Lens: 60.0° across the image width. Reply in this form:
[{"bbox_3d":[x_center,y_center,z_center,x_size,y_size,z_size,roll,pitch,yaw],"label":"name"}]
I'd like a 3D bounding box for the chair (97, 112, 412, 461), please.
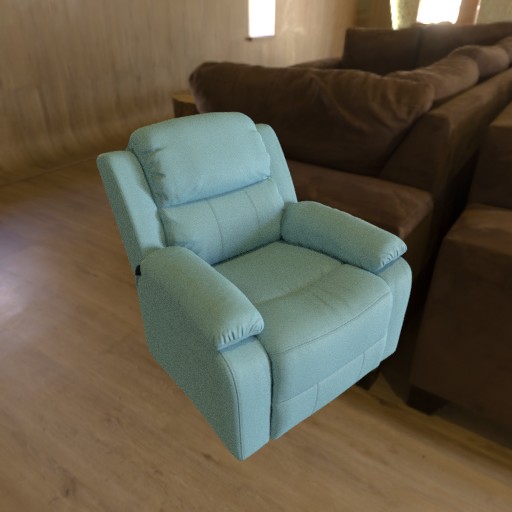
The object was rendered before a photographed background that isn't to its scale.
[{"bbox_3d":[0.000,0.000,1.288,0.680,0.702,0.709,-22,36,-34],"label":"chair"}]
